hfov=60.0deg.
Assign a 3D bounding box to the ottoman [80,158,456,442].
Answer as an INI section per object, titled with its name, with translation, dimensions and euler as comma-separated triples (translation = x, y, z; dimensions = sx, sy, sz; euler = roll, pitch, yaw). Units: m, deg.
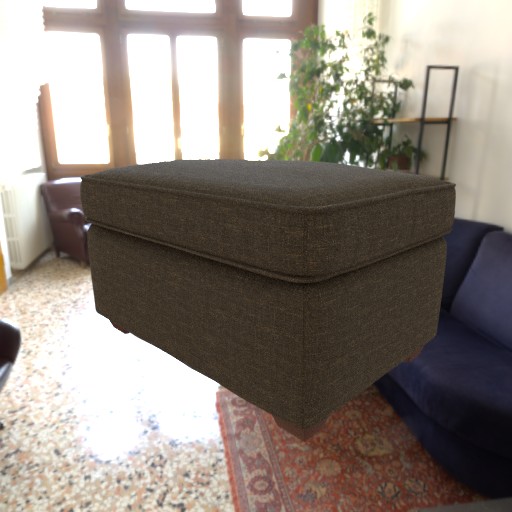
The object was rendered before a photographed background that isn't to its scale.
[ottoman]
translation = 0.000, 0.000, 1.071
dimensions = 0.749, 0.450, 0.549
euler = 15, 21, 42
